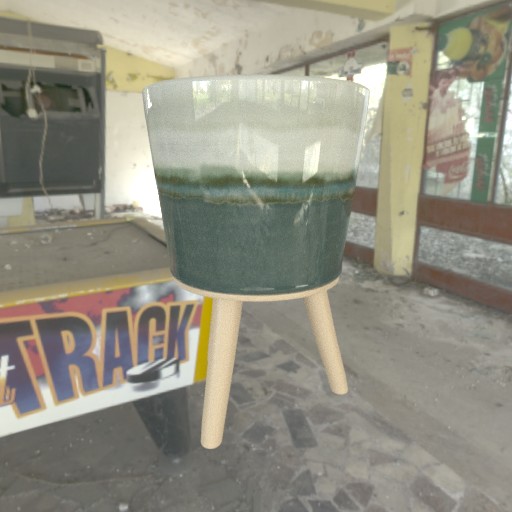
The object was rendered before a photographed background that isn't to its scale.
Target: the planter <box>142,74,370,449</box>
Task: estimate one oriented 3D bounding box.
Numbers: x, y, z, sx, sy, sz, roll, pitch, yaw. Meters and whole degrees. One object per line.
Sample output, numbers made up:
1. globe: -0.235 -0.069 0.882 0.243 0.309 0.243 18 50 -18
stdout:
1. planter: 0.000 0.000 0.472 0.217 0.331 0.217 2 14 9
